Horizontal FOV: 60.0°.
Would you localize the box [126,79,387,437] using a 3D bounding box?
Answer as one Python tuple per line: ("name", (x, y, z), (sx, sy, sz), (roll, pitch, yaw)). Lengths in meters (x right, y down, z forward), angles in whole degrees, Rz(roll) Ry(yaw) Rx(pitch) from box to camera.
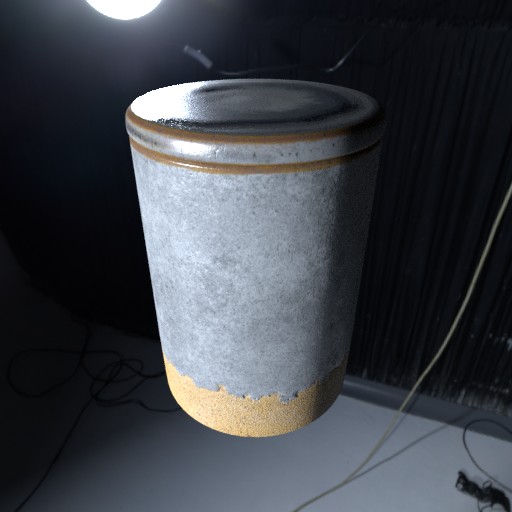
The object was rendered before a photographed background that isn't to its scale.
("box", (0.000, 0.000, 0.247), (0.118, 0.168, 0.118), (0, 31, 0))
